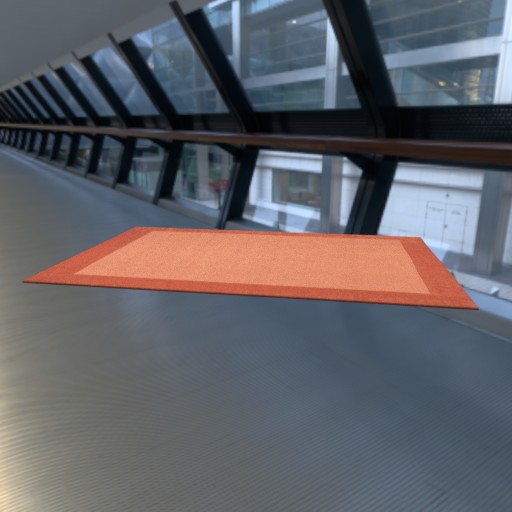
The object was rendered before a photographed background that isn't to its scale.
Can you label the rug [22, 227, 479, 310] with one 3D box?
[{"bbox_3d":[0.000,0.000,3.046,2.438,0.014,1.524,3,16,9],"label":"rug"}]
